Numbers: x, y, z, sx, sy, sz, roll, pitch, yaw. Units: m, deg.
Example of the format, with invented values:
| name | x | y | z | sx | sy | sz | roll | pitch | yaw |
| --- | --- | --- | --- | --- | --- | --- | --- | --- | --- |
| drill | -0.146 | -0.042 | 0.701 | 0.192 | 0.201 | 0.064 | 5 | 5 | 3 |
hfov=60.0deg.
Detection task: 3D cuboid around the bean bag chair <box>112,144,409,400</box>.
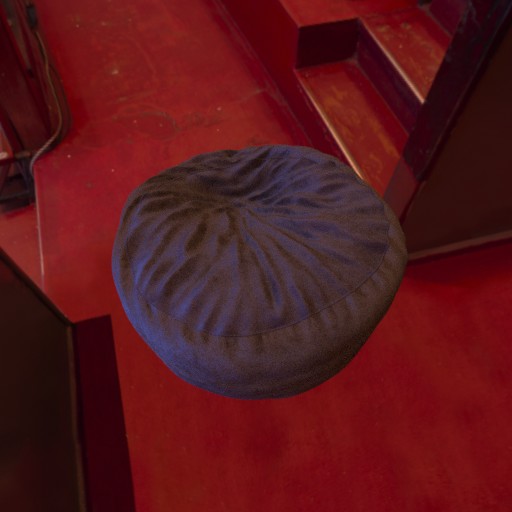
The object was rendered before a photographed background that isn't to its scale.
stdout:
| name | x | y | z | sx | sy | sz | roll | pitch | yaw |
| --- | --- | --- | --- | --- | --- | --- | --- | --- | --- |
| bean bag chair | 0.000 | 0.000 | 2.043 | 1.245 | 0.821 | 1.245 | 0 | 58 | 0 |
